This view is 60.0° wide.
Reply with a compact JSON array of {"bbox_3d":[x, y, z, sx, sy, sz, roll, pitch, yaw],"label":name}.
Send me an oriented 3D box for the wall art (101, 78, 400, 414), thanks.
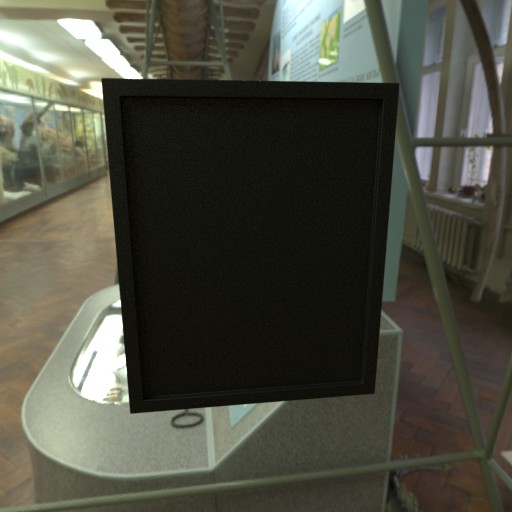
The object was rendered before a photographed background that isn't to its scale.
[{"bbox_3d":[0.000,0.000,0.759,0.457,0.559,0.028,-2,15,-8],"label":"wall art"}]
